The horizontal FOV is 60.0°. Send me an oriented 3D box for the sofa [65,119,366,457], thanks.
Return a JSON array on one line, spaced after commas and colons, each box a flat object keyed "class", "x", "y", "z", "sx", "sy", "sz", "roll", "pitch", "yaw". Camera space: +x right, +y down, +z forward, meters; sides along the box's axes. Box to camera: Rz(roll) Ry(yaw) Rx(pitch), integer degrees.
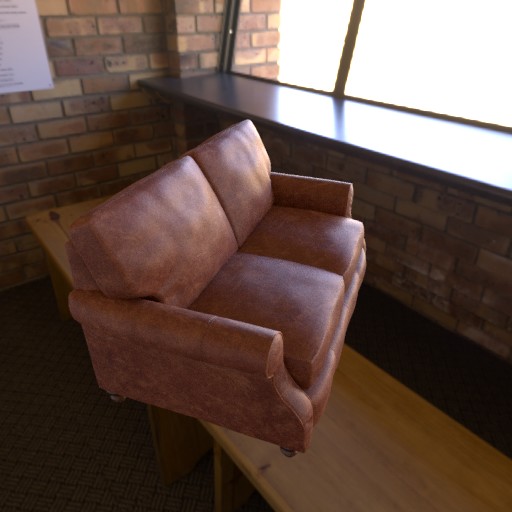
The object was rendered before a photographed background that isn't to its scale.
[{"class": "sofa", "x": 0.000, "y": 0.000, "z": 2.186, "sx": 0.990, "sy": 0.967, "sz": 1.616, "roll": 10, "pitch": 32, "yaw": 17}]
